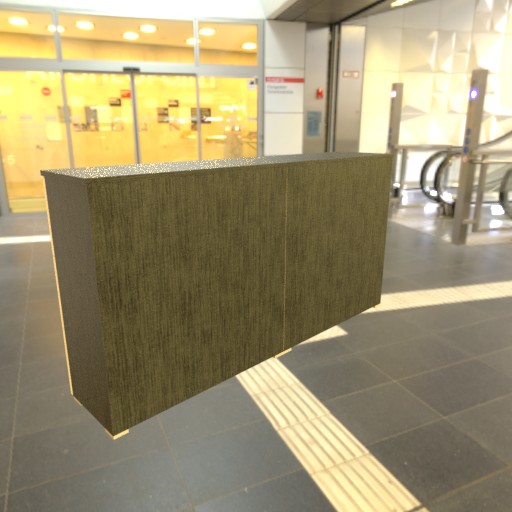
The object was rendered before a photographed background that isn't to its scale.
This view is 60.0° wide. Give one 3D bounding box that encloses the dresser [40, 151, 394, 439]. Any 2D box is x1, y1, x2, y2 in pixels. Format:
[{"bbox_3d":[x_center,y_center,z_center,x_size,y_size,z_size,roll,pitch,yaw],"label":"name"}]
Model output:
[{"bbox_3d":[0.000,0.000,1.865,1.535,0.790,0.333,-15,22,-42],"label":"dresser"}]
